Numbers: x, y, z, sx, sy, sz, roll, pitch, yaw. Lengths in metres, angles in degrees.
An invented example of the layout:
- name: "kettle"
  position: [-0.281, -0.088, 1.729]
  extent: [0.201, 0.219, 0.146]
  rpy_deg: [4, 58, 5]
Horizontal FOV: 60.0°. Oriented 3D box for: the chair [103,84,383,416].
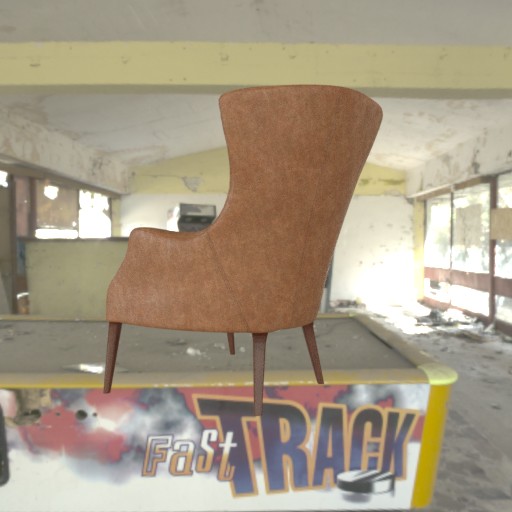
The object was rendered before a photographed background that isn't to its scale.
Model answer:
- name: "chair"
  position: [0.000, 0.000, 1.763]
  extent: [0.955, 1.067, 0.846]
  rpy_deg: [1, 2, 37]
